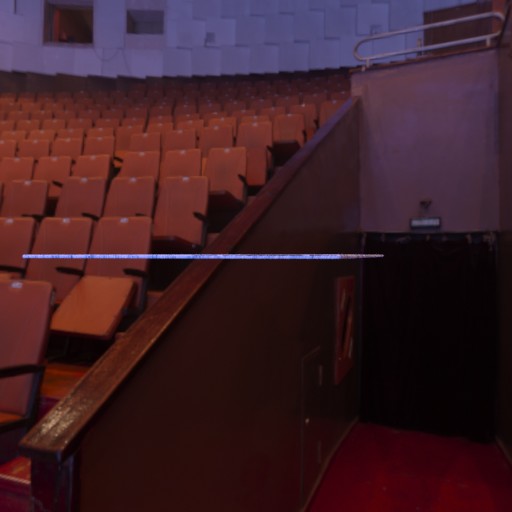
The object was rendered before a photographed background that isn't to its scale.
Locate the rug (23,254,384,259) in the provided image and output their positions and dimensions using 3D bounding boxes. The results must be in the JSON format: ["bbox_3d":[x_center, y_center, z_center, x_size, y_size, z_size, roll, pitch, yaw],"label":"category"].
[{"bbox_3d":[0.000,0.000,3.019,1.524,0.015,2.439,0,0,20],"label":"rug"}]
